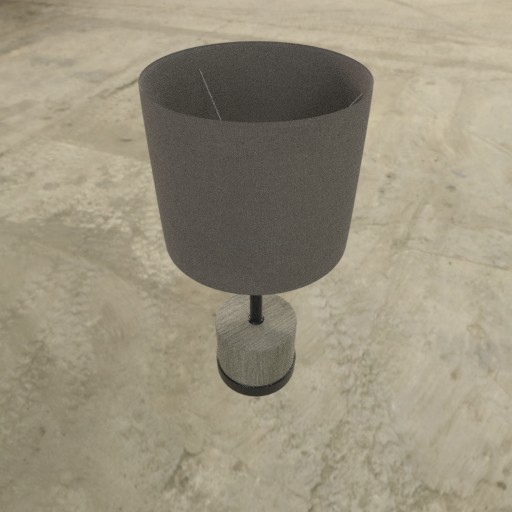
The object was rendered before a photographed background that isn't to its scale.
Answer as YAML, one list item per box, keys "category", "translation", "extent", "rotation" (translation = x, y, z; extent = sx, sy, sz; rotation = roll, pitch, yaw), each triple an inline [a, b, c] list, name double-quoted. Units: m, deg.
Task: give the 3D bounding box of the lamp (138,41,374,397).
- category: "lamp"
  translation: [0.000, 0.000, 0.587]
  extent: [0.229, 0.470, 0.229]
  rotation: [-26, 47, -27]
